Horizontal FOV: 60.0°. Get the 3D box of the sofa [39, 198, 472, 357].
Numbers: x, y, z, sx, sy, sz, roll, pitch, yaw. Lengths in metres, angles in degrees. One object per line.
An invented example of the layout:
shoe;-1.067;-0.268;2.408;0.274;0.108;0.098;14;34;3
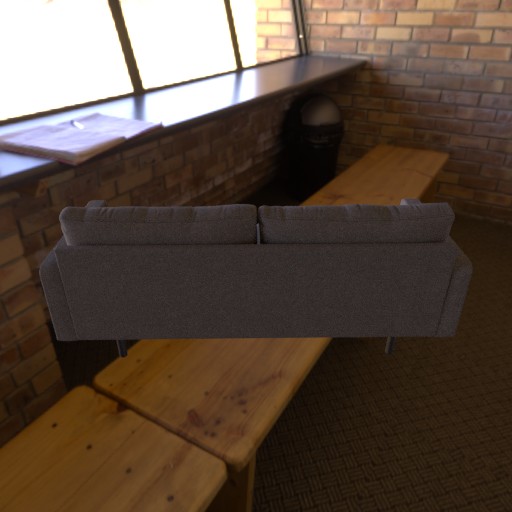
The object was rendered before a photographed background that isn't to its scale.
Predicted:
sofa;0.000;0.000;2.589;2.100;0.880;0.880;0;30;-1
